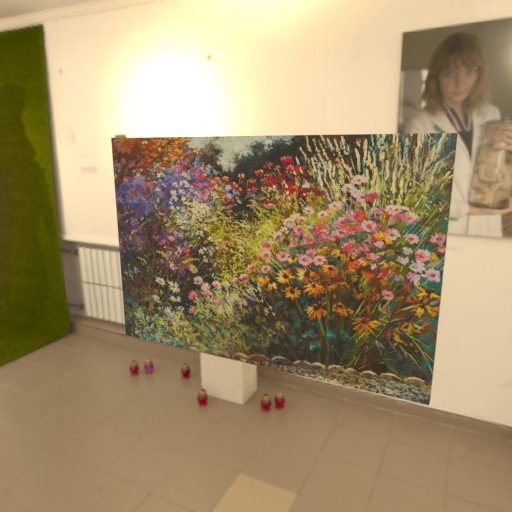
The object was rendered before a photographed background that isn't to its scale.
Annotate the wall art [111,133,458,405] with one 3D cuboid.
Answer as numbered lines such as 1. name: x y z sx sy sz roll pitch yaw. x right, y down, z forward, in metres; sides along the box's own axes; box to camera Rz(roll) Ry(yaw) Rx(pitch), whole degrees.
1. wall art: 0.000 0.000 1.453 1.136 0.760 0.042 7 15 25
